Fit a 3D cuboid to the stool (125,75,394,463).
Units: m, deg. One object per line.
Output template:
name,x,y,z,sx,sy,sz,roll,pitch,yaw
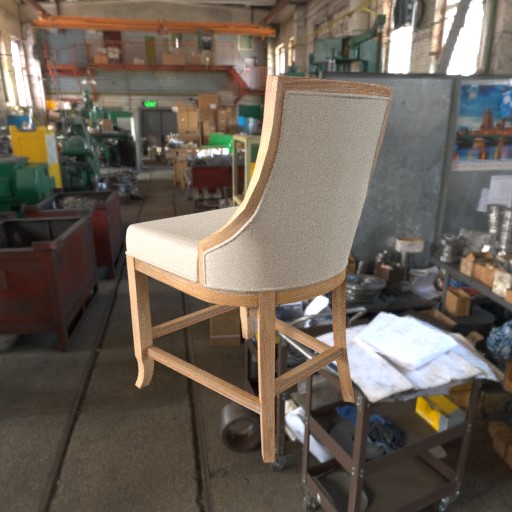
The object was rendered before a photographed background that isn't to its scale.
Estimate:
stool,0.000,0.000,1.314,0.524,0.938,0.626,-16,23,-42
